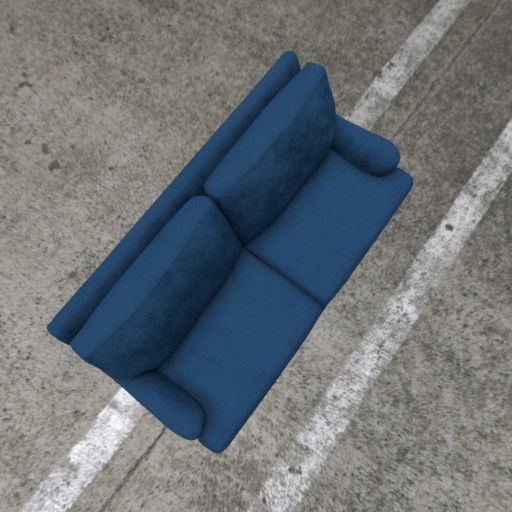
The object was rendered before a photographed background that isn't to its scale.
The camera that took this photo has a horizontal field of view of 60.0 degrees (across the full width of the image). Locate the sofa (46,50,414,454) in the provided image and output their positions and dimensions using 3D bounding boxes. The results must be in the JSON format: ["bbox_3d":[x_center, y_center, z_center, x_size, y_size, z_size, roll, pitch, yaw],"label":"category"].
[{"bbox_3d":[0.000,0.000,2.743,1.084,1.101,2.141,36,78,9],"label":"sofa"}]
